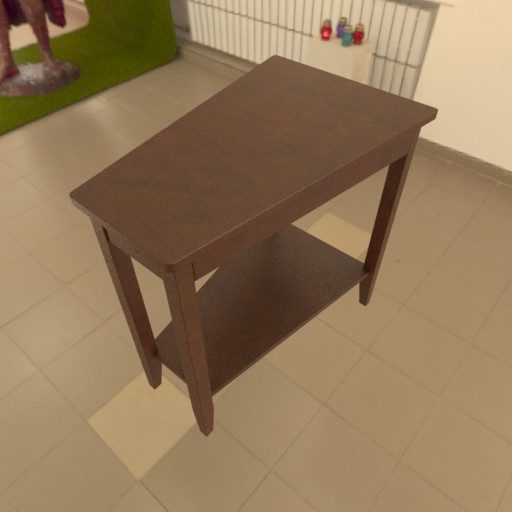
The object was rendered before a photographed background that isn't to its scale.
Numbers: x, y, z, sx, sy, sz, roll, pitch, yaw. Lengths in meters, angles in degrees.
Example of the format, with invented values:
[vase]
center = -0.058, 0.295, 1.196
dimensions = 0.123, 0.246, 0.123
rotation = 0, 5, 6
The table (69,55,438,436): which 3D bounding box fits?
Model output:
[table]
center = 0.000, 0.000, 0.980
dimensions = 0.399, 0.589, 0.605
rotation = 31, 54, 27
